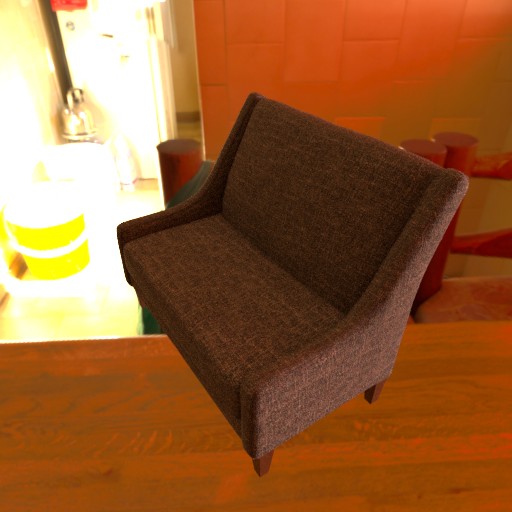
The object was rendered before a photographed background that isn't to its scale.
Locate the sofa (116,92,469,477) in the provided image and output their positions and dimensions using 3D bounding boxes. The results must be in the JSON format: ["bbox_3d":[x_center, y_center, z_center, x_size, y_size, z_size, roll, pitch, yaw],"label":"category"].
[{"bbox_3d":[0.000,0.000,1.910,0.870,1.021,1.242,-21,40,-27],"label":"sofa"}]
